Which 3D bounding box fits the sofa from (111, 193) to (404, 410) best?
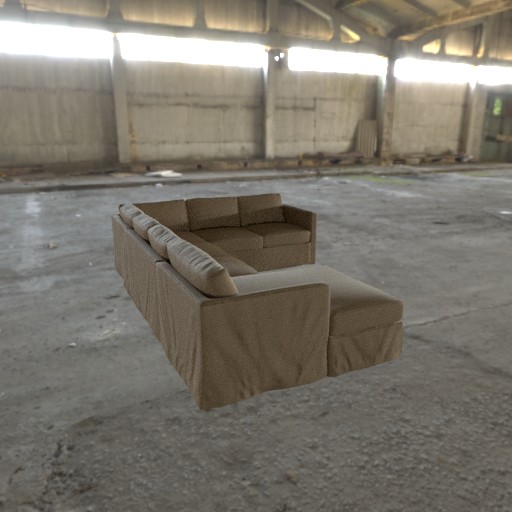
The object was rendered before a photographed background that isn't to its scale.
[{"bbox_3d":[0.000,0.000,4.654,2.476,0.878,3.528,-7,17,-25],"label":"sofa"}]
